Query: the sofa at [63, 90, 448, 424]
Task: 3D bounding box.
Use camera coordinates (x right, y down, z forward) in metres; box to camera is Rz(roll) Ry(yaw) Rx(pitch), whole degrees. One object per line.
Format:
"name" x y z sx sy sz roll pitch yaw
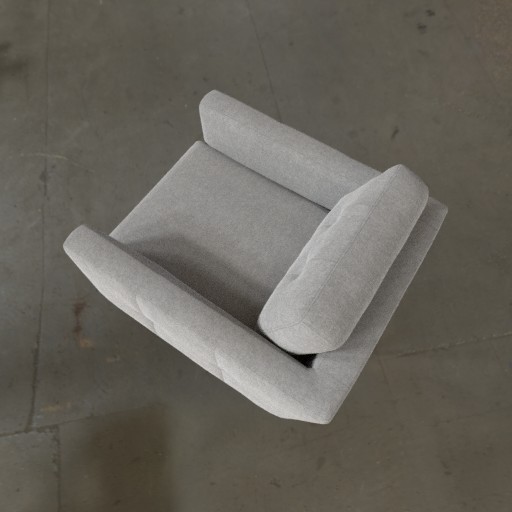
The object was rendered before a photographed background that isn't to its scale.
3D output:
"sofa" 0.000 0.000 1.499 0.920 0.860 0.770 31 68 14
